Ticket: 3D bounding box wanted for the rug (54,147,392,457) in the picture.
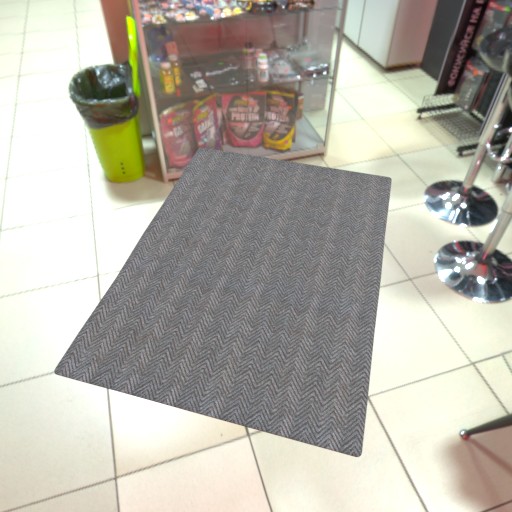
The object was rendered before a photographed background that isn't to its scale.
[{"bbox_3d":[0.000,0.000,5.225,2.894,0.011,3.957,11,48,11],"label":"rug"}]
